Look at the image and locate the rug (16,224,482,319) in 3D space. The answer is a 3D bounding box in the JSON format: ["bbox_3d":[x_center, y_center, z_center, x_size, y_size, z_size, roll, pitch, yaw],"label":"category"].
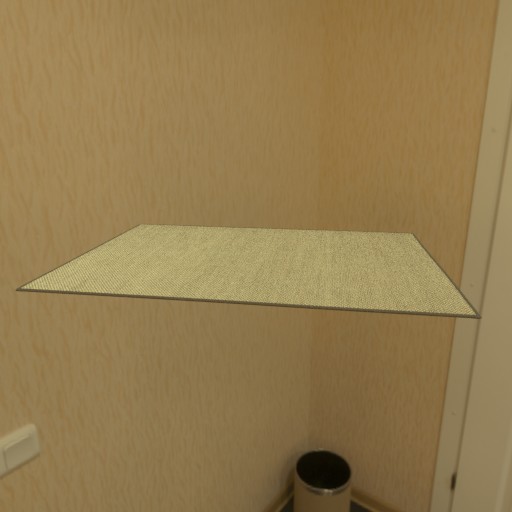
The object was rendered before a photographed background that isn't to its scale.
[{"bbox_3d":[0.000,0.000,2.710,2.133,0.012,1.523,2,17,8],"label":"rug"}]
